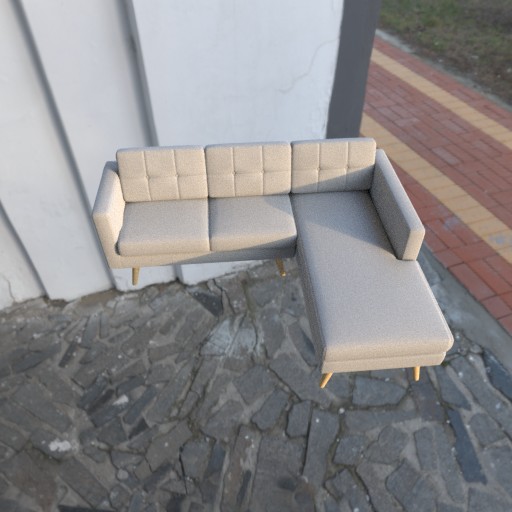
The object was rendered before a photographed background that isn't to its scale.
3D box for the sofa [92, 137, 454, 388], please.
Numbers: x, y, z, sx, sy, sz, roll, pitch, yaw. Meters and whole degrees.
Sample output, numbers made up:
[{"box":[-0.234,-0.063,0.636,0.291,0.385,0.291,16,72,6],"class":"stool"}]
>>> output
[{"box":[0.000,0.000,2.867,2.040,0.860,1.530,-3,45,-3],"class":"sofa"}]
